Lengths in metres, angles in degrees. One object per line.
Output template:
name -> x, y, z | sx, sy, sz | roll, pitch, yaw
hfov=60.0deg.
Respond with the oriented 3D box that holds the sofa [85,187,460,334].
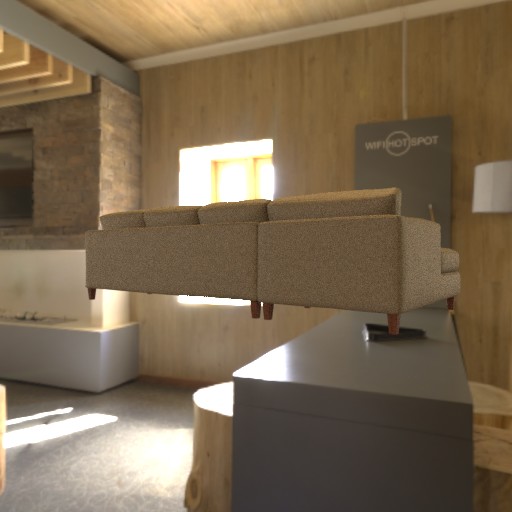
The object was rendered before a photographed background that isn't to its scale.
sofa -> 0.000, 0.000, 4.036 | 3.201, 0.876, 1.502 | 0, 1, 37
